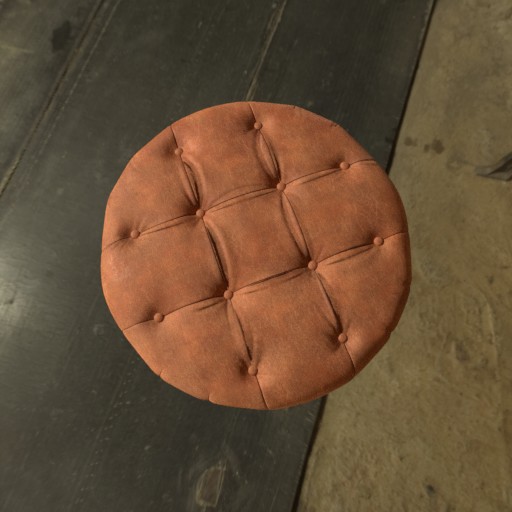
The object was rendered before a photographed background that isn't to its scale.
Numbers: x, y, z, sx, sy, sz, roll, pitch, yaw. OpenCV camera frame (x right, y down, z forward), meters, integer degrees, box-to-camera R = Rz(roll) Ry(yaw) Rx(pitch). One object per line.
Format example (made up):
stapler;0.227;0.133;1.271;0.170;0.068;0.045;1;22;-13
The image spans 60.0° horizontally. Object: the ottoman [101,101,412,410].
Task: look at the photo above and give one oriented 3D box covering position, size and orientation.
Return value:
ottoman;0.000;0.000;1.399;0.901;0.444;0.901;0;75;0
